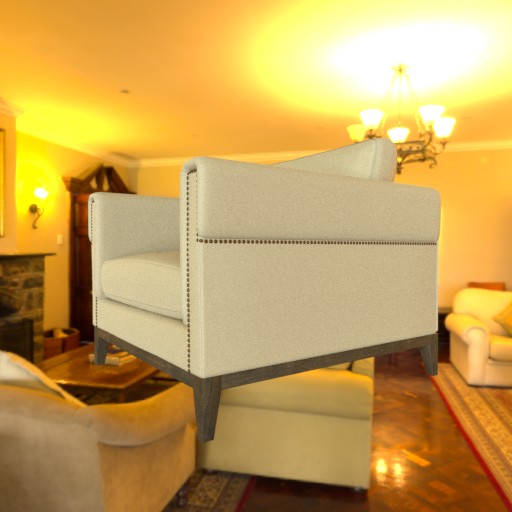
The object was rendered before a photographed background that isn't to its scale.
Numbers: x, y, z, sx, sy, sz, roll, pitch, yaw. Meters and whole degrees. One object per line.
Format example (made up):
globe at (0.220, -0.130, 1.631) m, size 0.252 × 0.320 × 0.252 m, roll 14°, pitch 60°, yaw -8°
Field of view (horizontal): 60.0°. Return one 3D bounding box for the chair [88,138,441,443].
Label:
chair at (0.000, 0.000, 1.631) m, size 0.959 × 0.838 × 0.914 m, roll -1°, pitch 1°, yaw -36°
